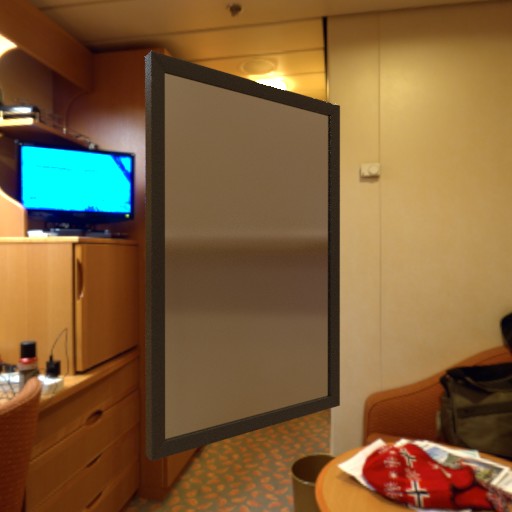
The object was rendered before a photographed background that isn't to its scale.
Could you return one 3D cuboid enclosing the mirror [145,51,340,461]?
[{"bbox_3d":[0.000,0.000,1.186,0.609,0.915,0.040,0,0,-37],"label":"mirror"}]
